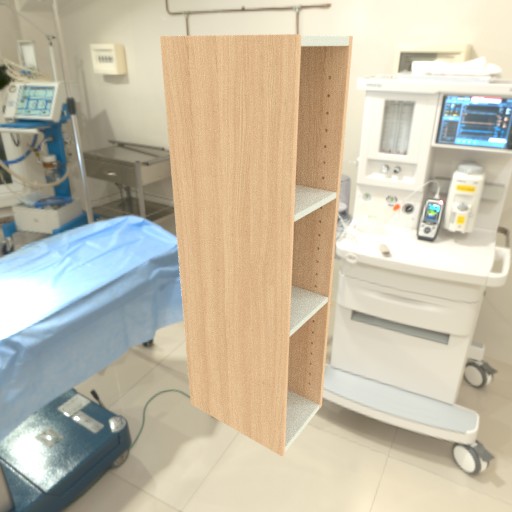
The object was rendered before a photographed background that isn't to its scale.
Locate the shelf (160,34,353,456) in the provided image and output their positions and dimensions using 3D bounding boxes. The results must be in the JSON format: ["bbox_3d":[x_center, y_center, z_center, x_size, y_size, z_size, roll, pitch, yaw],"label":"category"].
[{"bbox_3d":[0.000,0.000,0.992,0.290,0.882,0.197,17,30,32],"label":"shelf"}]
